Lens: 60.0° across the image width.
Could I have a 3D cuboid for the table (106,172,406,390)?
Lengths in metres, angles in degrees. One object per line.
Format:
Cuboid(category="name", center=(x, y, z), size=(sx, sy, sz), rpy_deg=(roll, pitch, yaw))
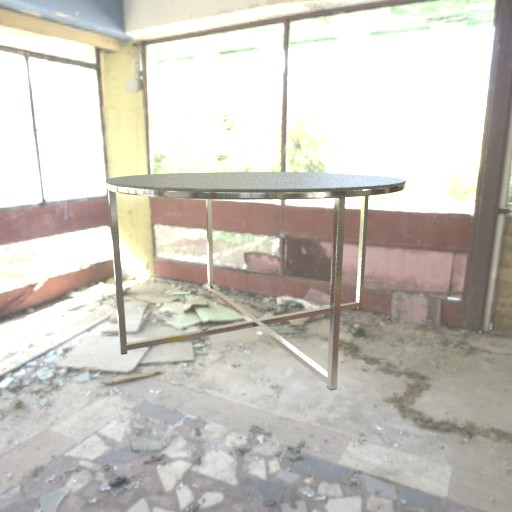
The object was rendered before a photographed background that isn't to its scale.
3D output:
Cuboid(category="table", center=(0.000, 0.000, 1.292), size=(0.800, 0.450, 0.800), rpy_deg=(0, 13, 0))
